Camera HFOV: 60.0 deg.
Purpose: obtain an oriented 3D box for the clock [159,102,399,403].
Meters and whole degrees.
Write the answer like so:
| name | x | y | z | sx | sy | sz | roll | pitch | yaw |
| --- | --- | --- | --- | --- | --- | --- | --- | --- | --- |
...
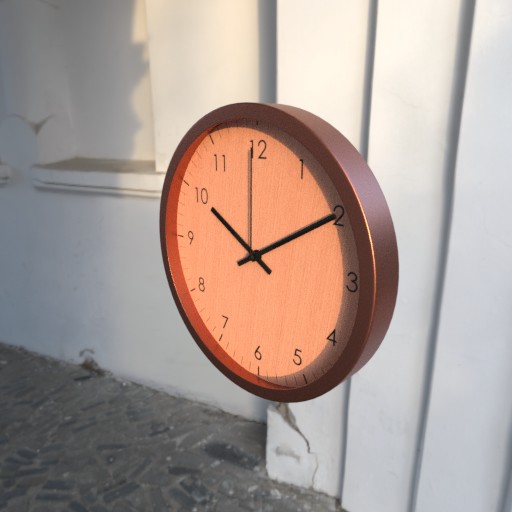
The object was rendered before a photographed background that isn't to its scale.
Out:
| name | x | y | z | sx | sy | sz | roll | pitch | yaw |
| --- | --- | --- | --- | --- | --- | --- | --- | --- | --- |
| clock | 0.000 | 0.000 | 0.480 | 0.313 | 0.313 | 0.040 | 16 | 22 | 43 |
